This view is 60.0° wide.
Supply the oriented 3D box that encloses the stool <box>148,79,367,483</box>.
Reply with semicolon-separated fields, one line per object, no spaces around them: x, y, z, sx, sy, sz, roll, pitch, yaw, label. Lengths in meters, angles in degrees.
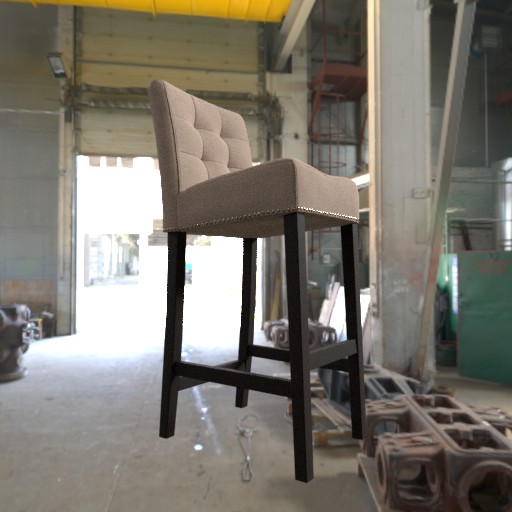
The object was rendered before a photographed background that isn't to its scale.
0.000;0.000;1.317;0.548;1.047;0.411;-1;-2;37;stool
